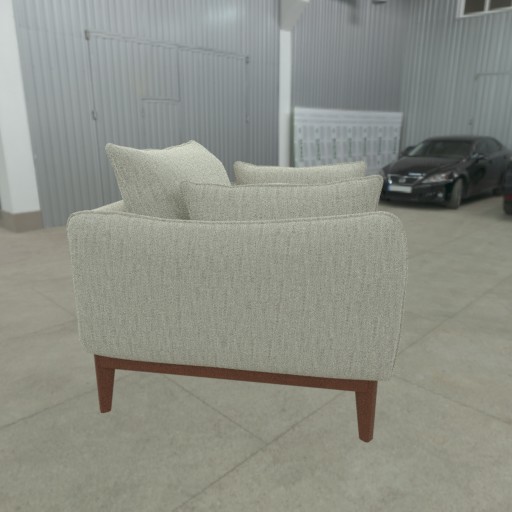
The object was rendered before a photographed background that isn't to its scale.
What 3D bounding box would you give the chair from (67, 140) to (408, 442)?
[{"bbox_3d":[0.000,0.000,1.697,0.991,0.855,0.994,3,16,9],"label":"chair"}]
